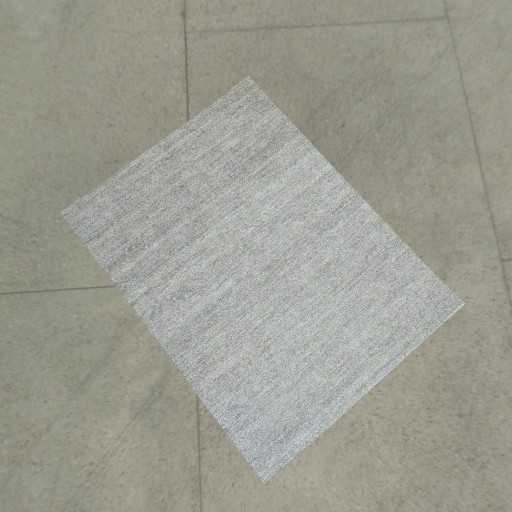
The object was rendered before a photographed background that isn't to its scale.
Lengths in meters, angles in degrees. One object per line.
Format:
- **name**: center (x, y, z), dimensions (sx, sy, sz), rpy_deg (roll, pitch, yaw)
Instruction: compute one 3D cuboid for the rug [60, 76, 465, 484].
- **rug**: center (0.000, 0.000, 4.255), dimensions (2.434, 0.045, 3.202), rpy_deg (-38, 78, -9)
